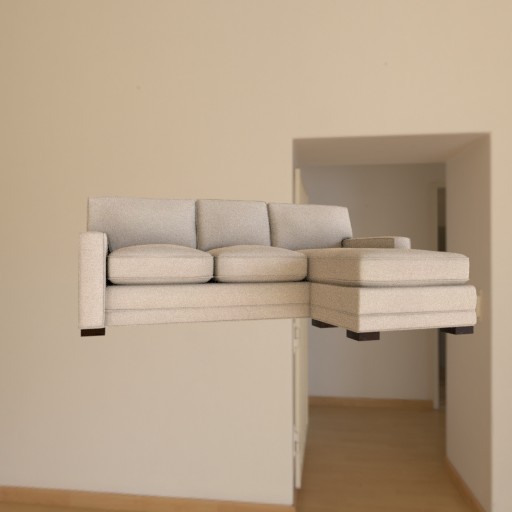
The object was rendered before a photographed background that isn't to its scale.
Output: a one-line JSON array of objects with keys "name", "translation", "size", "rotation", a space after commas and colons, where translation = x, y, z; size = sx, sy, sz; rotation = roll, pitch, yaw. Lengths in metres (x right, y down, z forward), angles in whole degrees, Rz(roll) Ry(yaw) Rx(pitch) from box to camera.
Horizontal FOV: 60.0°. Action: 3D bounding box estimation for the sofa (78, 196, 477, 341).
[{"name": "sofa", "translation": [0.000, 0.000, 2.821], "size": [2.087, 0.861, 1.496], "rotation": [0, 0, -18]}]
